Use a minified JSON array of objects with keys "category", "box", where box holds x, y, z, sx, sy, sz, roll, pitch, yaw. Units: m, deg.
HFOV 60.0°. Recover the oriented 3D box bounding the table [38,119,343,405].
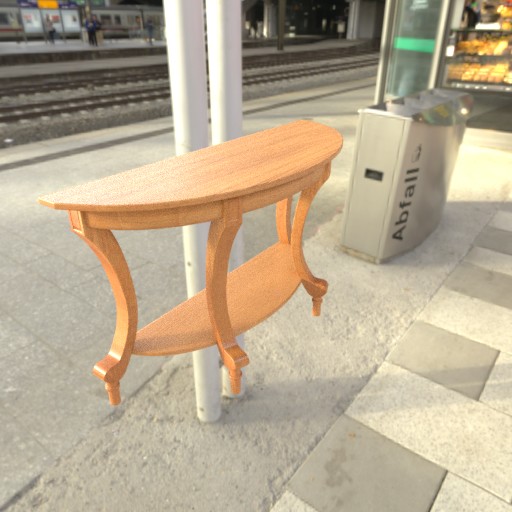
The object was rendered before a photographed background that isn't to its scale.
[{"category":"table","box":[0.000,0.000,1.524,0.394,0.692,1.198,19,33,31]}]
